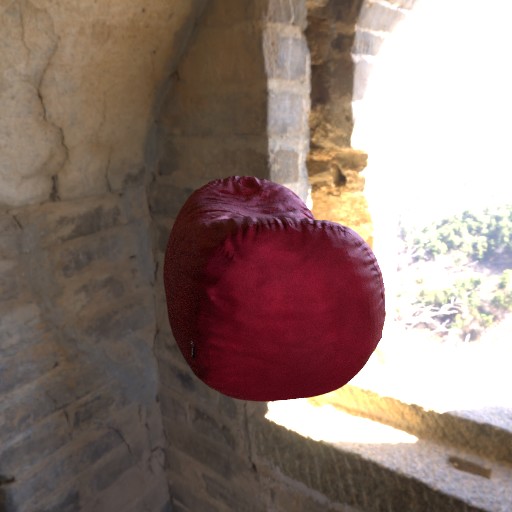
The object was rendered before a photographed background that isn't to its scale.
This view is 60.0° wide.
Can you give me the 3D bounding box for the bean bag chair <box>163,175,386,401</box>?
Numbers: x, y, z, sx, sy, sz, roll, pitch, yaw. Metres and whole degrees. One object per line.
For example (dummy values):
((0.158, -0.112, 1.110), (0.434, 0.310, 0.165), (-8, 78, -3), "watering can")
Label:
((0.000, 0.000, 2.926), (1.216, 0.867, 2.293), (-3, 17, -9), "bean bag chair")
